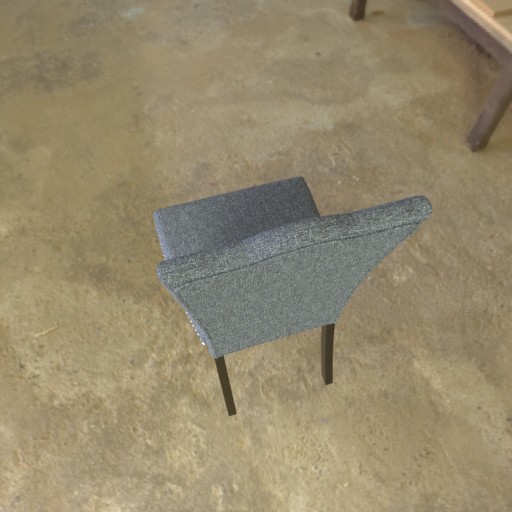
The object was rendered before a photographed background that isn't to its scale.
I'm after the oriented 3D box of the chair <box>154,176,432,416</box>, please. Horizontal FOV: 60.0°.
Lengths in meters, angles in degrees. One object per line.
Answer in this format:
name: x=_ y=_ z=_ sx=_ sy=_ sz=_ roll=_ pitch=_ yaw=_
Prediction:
chair: x=0.000 y=0.000 z=1.259 sx=0.518 sy=0.946 sz=0.589 roll=-15 pitch=59 yaw=-9
